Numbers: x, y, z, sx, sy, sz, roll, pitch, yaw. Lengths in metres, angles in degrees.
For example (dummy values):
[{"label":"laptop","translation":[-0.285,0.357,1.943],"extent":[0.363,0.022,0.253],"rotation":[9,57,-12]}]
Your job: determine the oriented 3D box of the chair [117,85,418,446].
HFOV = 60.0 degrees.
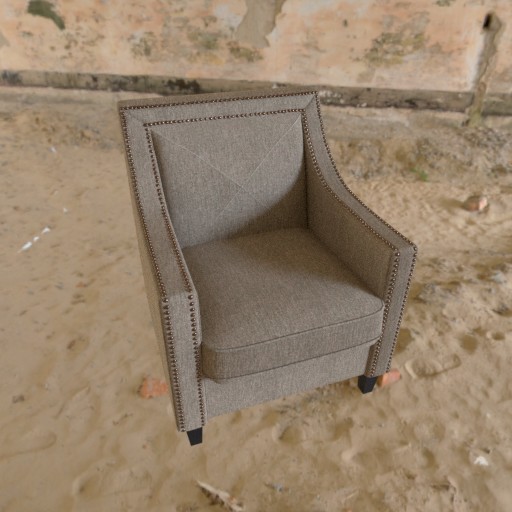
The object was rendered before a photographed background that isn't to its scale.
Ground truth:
[{"label":"chair","translation":[0.000,0.000,1.596],"extent":[0.776,0.967,0.884],"rotation":[-11,34,-16]}]
